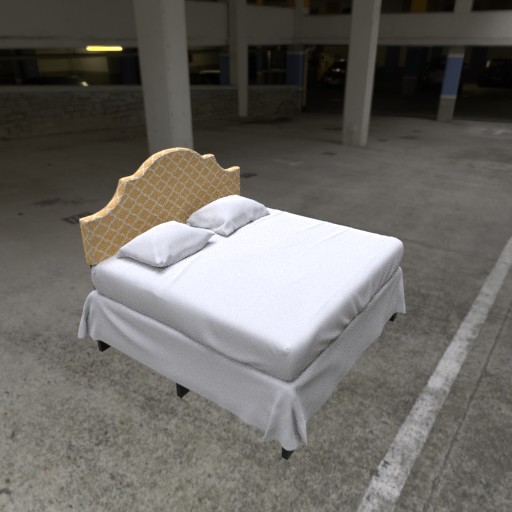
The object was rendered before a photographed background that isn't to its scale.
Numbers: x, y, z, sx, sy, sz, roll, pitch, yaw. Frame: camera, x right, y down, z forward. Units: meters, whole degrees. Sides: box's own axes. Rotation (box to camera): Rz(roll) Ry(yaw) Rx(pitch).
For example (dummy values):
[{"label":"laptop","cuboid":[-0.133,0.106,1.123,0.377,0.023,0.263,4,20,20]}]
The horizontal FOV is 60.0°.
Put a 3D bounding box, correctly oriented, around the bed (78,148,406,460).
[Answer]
[{"label":"bed","cuboid":[0.000,0.000,3.841,2.222,1.601,2.314,17,31,32]}]
